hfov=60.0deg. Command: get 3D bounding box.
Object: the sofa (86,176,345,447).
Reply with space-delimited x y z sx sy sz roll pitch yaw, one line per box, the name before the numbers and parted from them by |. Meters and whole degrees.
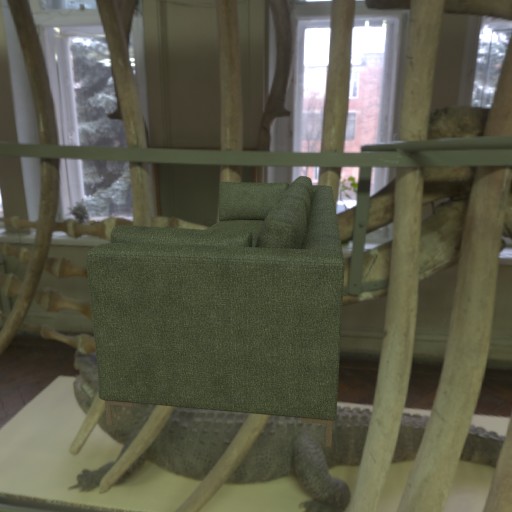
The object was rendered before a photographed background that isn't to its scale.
sofa | 0.000 0.000 2.811 0.969 0.867 2.415 2 15 8
